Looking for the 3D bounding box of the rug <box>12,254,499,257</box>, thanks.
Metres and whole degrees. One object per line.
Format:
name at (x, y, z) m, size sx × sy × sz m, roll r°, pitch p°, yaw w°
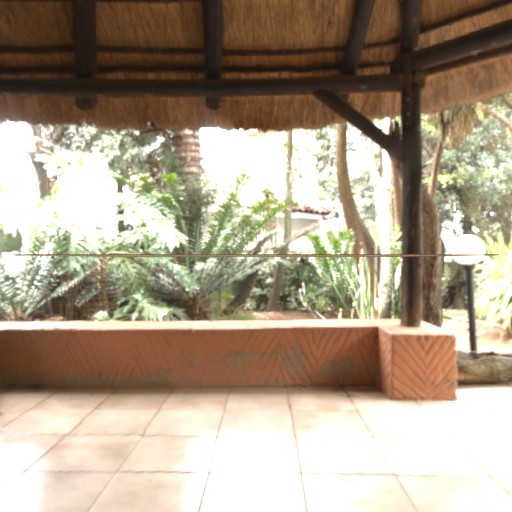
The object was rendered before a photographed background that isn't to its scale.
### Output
rug at (0.000, 0.000, 2.825) m, size 2.227 × 0.008 × 1.611 m, roll 0°, pitch 0°, yaw 1°
